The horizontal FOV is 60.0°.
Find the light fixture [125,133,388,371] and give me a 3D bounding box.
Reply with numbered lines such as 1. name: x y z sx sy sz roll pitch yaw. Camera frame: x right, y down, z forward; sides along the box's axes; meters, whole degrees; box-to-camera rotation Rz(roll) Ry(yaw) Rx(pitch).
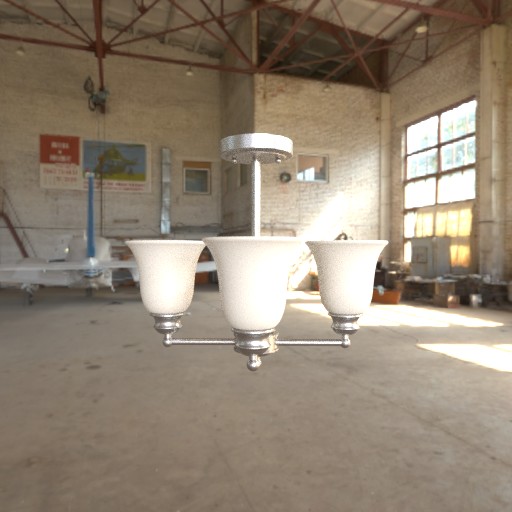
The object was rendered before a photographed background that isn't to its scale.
1. light fixture: 0.000 0.000 0.729 0.427 0.370 0.427 0 0 1
